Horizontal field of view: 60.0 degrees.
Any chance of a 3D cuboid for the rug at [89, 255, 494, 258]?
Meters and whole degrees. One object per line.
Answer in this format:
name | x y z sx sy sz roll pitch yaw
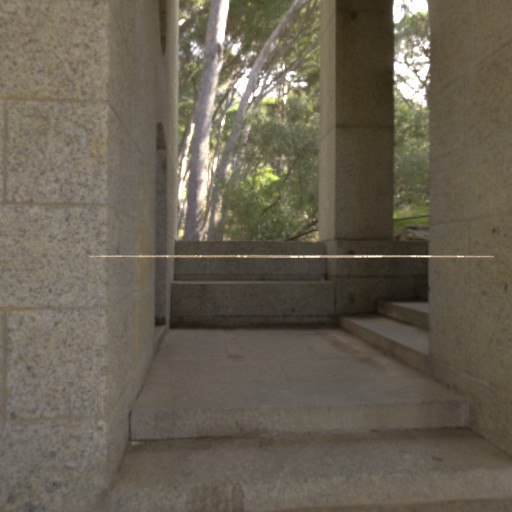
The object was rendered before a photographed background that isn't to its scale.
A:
rug | 0.000 0.000 2.171 1.142 0.010 1.748 0 0 -35
